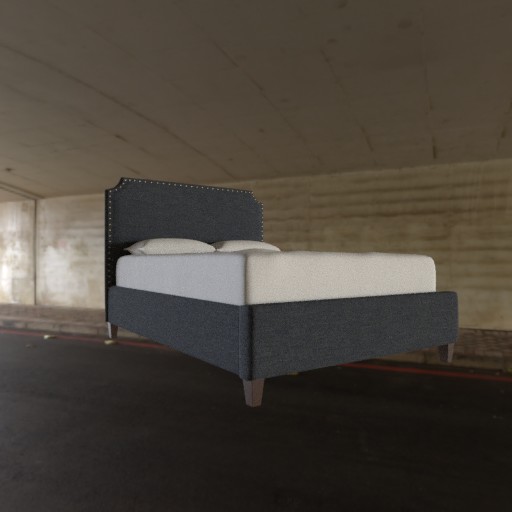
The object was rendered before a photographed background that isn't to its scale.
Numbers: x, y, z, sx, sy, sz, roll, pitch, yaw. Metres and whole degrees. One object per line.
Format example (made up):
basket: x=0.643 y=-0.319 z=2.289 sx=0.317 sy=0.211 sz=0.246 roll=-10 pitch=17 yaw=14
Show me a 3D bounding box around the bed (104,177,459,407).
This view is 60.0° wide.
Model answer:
bed: x=0.000 y=0.000 z=3.485 sx=1.713 sy=1.443 sz=2.372 roll=0 pitch=-1 yaw=-34
